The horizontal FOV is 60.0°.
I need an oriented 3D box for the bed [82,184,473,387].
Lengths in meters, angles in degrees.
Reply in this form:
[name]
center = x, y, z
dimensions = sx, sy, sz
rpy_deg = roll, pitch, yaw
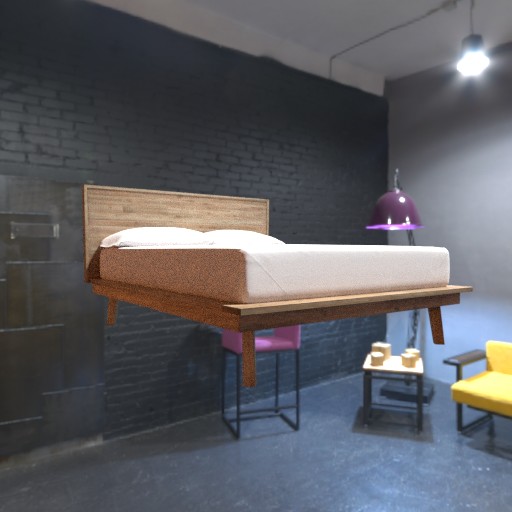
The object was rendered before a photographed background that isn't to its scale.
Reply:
[bed]
center = 0.000, 0.000, 3.058
dimensions = 1.759, 1.071, 2.145
rpy_deg = -1, 1, -36
